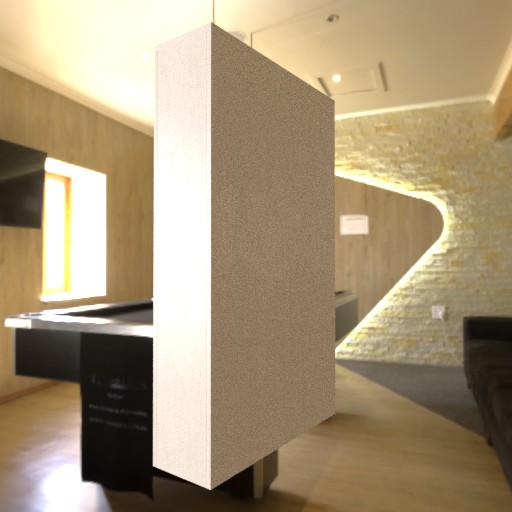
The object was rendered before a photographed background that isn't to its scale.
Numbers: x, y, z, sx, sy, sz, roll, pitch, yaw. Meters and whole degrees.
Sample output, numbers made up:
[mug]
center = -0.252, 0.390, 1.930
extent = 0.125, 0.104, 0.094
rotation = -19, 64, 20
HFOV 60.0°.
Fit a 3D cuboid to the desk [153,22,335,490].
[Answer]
[desk]
center = 0.000, 0.000, 1.586
extent = 0.250, 1.280, 0.750
rotation = 0, -1, 37
